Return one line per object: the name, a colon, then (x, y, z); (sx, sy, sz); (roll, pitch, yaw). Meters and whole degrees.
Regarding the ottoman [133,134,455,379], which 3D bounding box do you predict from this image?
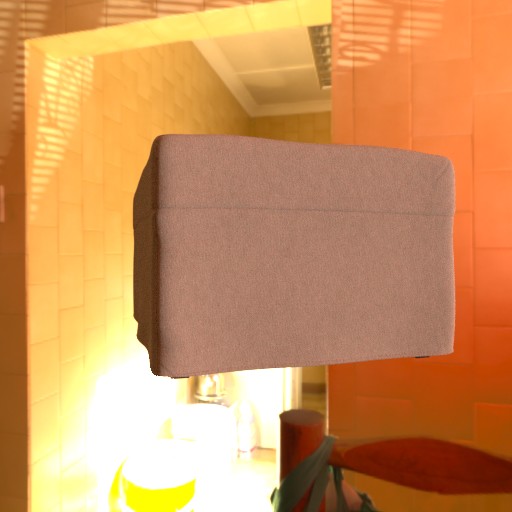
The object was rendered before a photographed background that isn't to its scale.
ottoman: (0.000, 0.000, 1.237); (0.648, 0.461, 0.833); (0, 0, -18)
